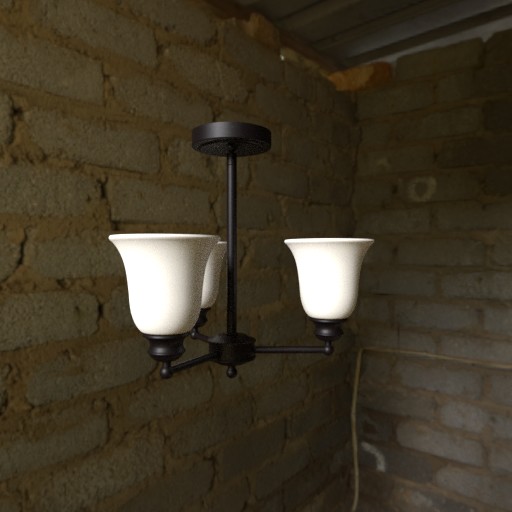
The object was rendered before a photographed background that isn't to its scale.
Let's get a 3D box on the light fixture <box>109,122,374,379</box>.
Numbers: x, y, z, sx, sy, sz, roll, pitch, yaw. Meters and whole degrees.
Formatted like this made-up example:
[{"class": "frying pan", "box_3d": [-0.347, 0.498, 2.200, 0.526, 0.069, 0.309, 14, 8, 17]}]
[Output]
[{"class": "light fixture", "box_3d": [0.000, 0.000, 0.671, 0.354, 0.370, 0.388, 0, 0, 0]}]
